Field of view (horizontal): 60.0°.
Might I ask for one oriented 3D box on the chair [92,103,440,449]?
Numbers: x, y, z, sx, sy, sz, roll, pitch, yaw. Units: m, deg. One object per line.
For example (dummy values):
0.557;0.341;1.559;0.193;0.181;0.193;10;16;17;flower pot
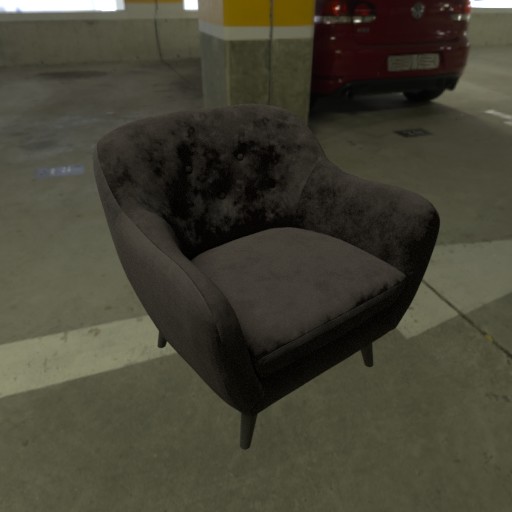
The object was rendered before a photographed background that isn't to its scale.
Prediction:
0.000;0.000;1.458;0.840;0.807;0.819;-21;37;-31;chair
